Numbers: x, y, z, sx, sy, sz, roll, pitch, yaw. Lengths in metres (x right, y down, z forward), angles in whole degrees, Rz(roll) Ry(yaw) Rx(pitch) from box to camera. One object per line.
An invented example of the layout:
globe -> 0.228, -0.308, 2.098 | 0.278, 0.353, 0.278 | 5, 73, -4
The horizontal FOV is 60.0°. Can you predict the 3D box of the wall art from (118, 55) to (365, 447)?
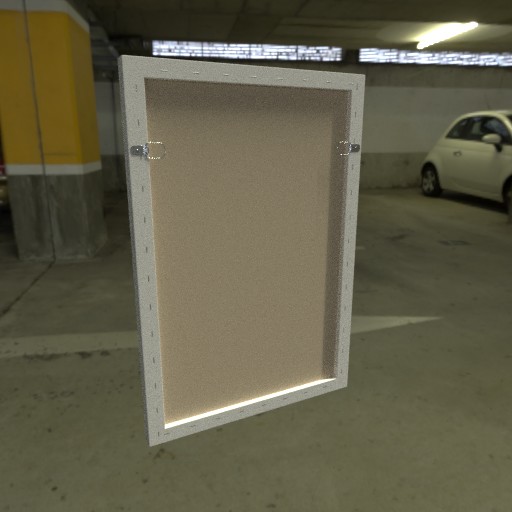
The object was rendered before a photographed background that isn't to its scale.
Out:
wall art -> 0.000, 0.000, 1.155 | 0.624, 0.914, 0.043 | -7, 16, -26
